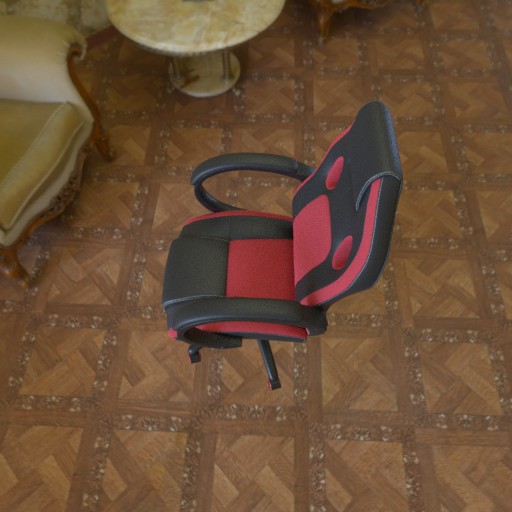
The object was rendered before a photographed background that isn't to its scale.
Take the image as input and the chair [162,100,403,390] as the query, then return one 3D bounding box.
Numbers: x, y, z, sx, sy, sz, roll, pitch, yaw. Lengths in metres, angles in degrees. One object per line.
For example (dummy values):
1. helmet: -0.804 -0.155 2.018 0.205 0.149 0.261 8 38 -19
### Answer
1. chair: 0.000 0.000 1.613 0.724 1.187 0.673 1 59 1
